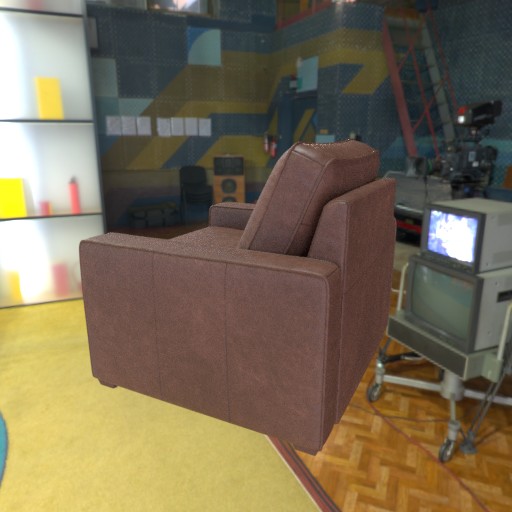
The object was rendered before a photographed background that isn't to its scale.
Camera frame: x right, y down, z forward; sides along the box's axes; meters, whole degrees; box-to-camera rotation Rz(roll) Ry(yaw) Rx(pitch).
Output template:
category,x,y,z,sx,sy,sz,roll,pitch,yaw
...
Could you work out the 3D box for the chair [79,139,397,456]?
category,x,y,z,sx,sy,sz,roll,pitch,yaw
chair,0.000,0.000,1.804,0.940,0.919,1.017,8,17,26
